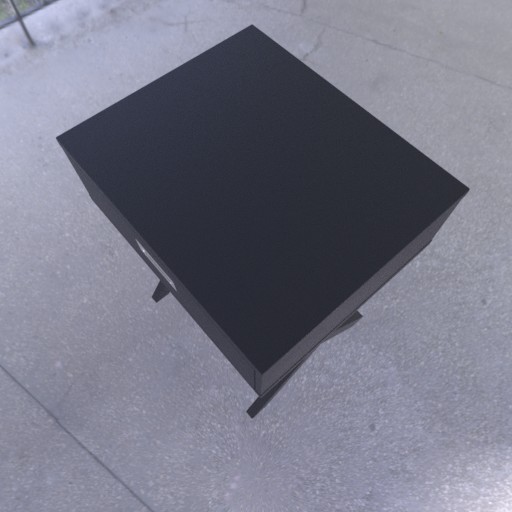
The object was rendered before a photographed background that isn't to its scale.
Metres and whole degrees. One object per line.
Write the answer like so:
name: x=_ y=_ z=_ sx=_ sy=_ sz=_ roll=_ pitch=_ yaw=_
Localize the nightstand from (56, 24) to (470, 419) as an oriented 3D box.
nightstand: x=0.000 y=0.000 z=0.937 sx=0.402 sy=0.623 sz=0.479 roll=-38 pitch=69 yaw=-17
